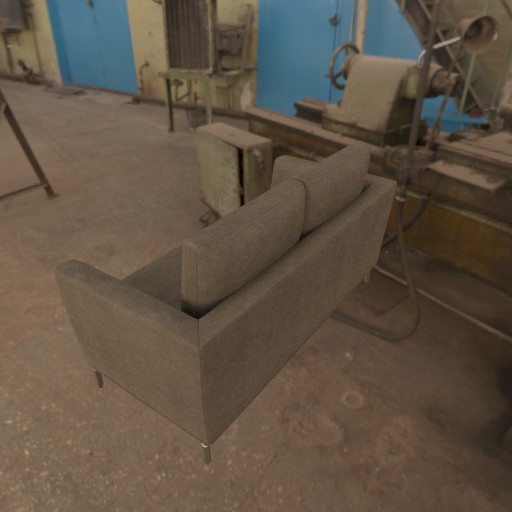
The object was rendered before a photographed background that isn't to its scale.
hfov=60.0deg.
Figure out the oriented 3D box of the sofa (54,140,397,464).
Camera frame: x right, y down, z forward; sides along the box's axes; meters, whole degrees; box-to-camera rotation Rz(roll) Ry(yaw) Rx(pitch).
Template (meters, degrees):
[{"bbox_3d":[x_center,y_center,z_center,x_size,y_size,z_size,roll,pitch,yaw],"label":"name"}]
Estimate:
[{"bbox_3d":[0.000,0.000,2.430,0.855,1.013,1.832,21,37,30],"label":"sofa"}]
